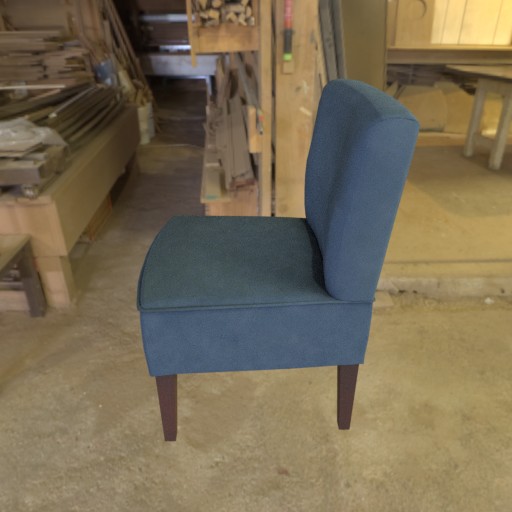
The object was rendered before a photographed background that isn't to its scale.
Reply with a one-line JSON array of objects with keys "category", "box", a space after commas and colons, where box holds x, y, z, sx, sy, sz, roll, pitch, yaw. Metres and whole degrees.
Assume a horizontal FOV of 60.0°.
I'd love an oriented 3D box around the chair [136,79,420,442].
[{"category": "chair", "box": [0.000, 0.000, 1.129, 0.551, 0.806, 0.521, 0, 28, -1]}]
